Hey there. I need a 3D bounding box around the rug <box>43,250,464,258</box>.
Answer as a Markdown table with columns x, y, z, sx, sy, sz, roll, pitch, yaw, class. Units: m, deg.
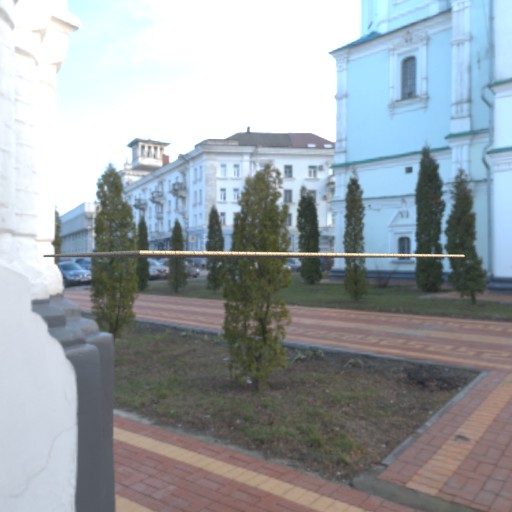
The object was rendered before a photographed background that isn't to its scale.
| x | y | z | sx | sy | sz | roll | pitch | yaw | class |
| --- | --- | --- | --- | --- | --- | --- | --- | --- | --- |
| 0.000 | 0.000 | 2.755 | 2.132 | 0.015 | 1.526 | 0 | -1 | -37 | rug |
